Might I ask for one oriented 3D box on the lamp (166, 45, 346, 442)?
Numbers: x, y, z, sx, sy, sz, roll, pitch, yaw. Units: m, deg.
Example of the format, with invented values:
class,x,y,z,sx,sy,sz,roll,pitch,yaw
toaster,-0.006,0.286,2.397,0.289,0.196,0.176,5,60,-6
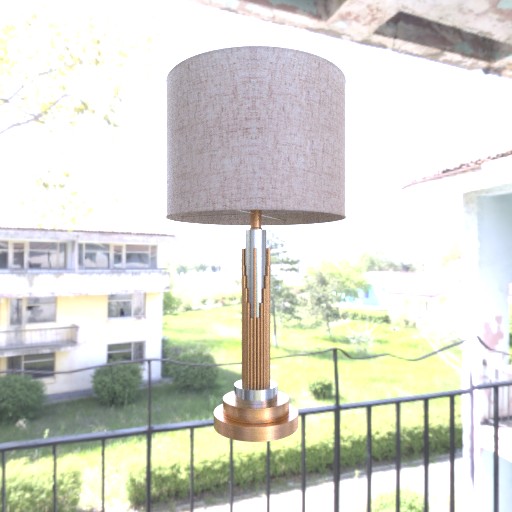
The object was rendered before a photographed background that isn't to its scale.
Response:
class,x,y,z,sx,sy,sz,roll,pitch,yaw
lamp,0.000,0.000,0.803,0.321,0.610,0.321,0,0,-20
